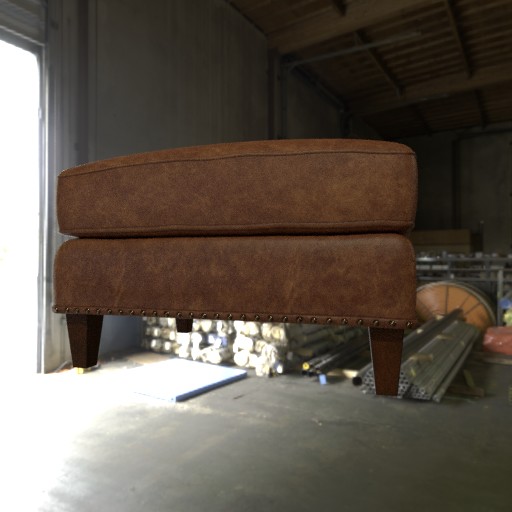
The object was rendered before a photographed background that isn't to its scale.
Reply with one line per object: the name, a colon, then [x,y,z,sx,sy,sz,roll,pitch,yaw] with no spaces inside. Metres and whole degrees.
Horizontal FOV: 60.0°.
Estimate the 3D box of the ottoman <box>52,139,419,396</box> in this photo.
ottoman: [0.000,0.000,1.104,0.742,0.486,0.586,0,0,18]
